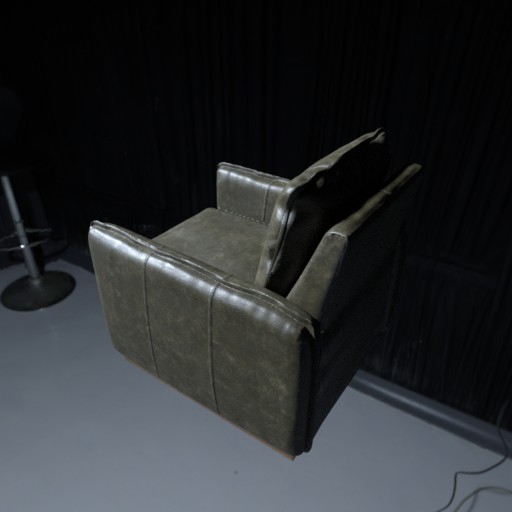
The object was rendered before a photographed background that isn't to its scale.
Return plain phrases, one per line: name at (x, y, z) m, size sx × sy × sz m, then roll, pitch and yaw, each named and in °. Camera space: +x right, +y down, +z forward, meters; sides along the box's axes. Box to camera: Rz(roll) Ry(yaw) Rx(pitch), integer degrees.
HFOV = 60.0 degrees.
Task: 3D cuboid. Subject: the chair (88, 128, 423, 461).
chair at (0.000, 0.000, 1.619) m, size 0.921 × 0.921 × 0.830 m, roll 20°, pitch 37°, yaw 29°
